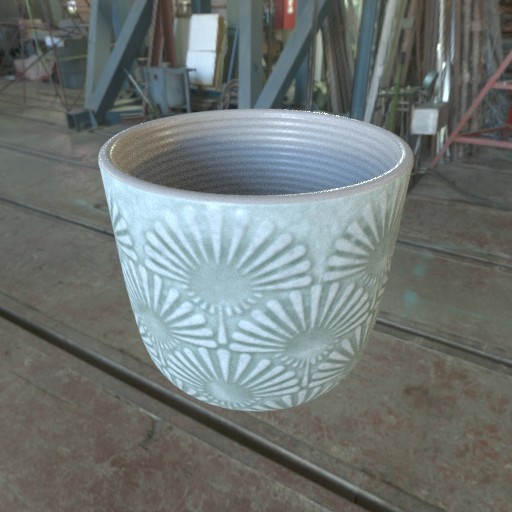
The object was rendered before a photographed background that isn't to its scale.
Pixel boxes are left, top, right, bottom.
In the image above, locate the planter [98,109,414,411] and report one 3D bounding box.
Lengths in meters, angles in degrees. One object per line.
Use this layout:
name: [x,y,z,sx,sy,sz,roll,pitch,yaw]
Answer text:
planter: [0.000,0.000,0.208,0.124,0.109,0.124,0,30,0]
